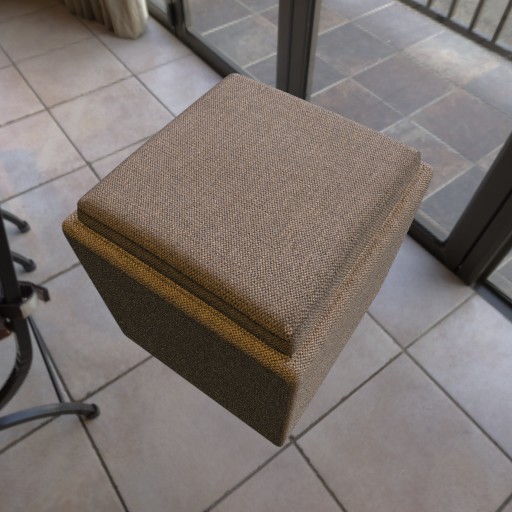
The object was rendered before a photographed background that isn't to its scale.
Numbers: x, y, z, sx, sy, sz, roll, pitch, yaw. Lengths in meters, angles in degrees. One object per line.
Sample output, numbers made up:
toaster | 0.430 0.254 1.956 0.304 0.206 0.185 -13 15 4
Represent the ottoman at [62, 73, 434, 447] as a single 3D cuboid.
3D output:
ottoman | 0.000 0.000 0.861 0.436 0.487 0.454 30 61 19
